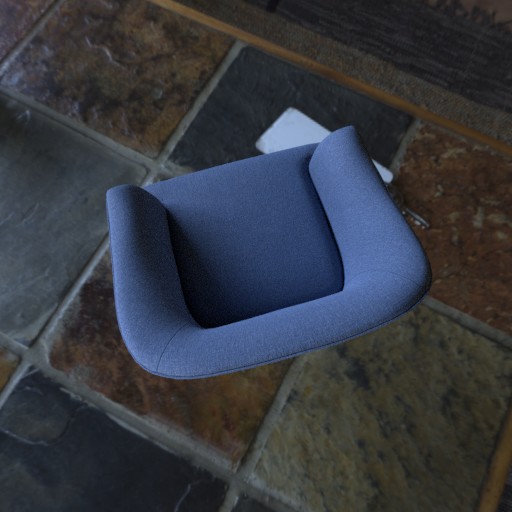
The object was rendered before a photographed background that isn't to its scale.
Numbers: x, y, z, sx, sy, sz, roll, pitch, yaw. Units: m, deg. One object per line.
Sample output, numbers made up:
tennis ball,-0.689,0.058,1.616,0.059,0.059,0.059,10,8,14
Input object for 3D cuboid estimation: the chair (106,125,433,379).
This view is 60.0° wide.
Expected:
chair,0.000,0.000,1.432,0.798,0.815,0.704,-15,74,-4
